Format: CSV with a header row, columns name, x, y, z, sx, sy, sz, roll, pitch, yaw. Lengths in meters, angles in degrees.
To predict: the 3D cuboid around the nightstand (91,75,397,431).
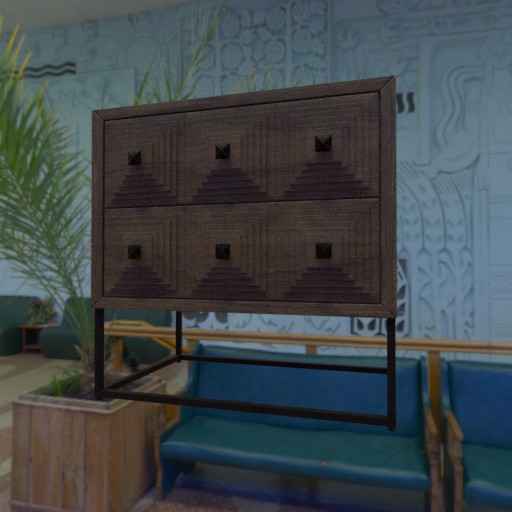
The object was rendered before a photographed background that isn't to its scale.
name,x,y,z,sx,sy,sz,roll,pitch,yaw
nightstand,0.000,0.000,1.016,0.610,0.610,0.437,0,-1,17
